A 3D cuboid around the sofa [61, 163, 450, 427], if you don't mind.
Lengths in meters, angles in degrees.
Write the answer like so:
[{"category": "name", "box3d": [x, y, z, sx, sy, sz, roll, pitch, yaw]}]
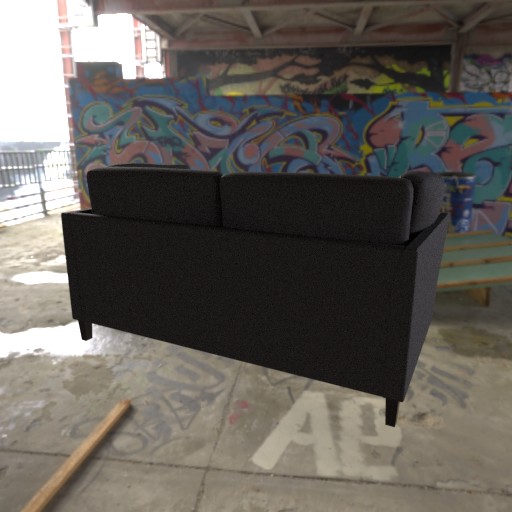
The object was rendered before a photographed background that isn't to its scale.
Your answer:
[{"category": "sofa", "box3d": [0.000, 0.000, 2.304, 1.751, 0.920, 0.969, 7, 16, 26]}]
